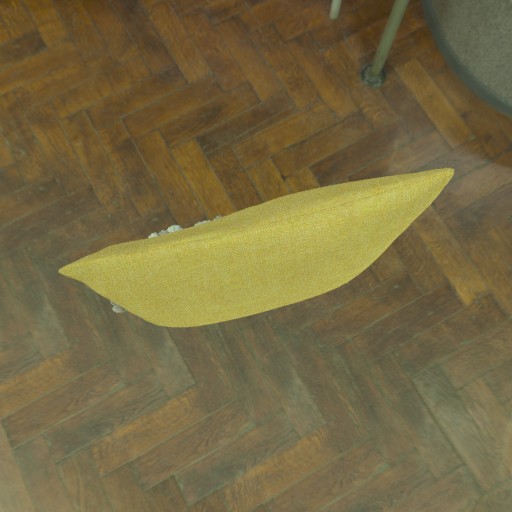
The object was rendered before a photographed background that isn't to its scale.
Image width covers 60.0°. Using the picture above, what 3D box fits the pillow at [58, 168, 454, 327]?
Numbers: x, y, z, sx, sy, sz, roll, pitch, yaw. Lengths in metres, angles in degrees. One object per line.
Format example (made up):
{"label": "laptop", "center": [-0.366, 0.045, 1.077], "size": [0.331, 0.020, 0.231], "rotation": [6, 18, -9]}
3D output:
{"label": "pillow", "center": [0.000, 0.000, 0.733], "size": [0.485, 0.481, 0.167], "rotation": [-14, 77, -3]}
